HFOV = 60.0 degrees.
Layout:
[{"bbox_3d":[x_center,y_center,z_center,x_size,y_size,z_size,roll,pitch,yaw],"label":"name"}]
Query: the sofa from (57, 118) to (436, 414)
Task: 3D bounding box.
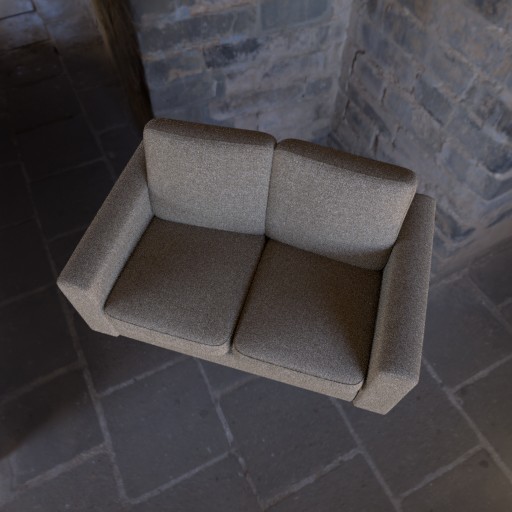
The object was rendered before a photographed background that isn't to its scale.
[{"bbox_3d":[0.000,0.000,2.203,1.616,0.873,1.016,14,59,9],"label":"sofa"}]
